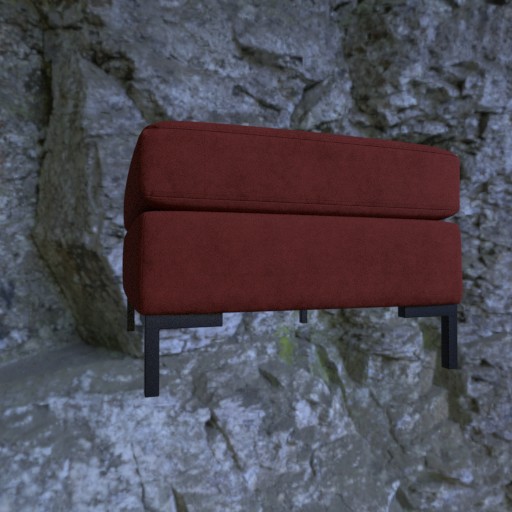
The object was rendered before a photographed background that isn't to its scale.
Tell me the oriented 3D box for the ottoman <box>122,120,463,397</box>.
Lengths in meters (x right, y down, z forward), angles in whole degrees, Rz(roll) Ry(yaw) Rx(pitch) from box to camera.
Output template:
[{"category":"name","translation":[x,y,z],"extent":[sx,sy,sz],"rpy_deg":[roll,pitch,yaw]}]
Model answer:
[{"category":"ottoman","translation":[0.000,0.000,1.146],"extent":[0.650,0.462,0.782],"rpy_deg":[0,-1,-18]}]
